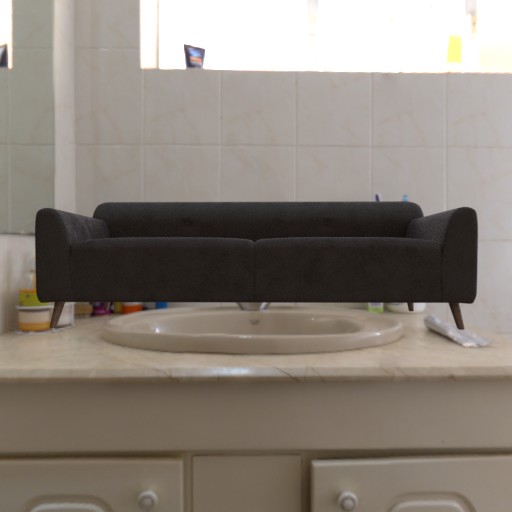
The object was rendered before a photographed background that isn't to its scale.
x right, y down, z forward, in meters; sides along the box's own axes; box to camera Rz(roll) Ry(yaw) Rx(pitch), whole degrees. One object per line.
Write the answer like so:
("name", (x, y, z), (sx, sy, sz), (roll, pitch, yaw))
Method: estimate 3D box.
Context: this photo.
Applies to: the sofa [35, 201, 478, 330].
("sofa", (0.000, 0.000, 2.618), (2.190, 0.740, 0.900), (0, 0, 1))
